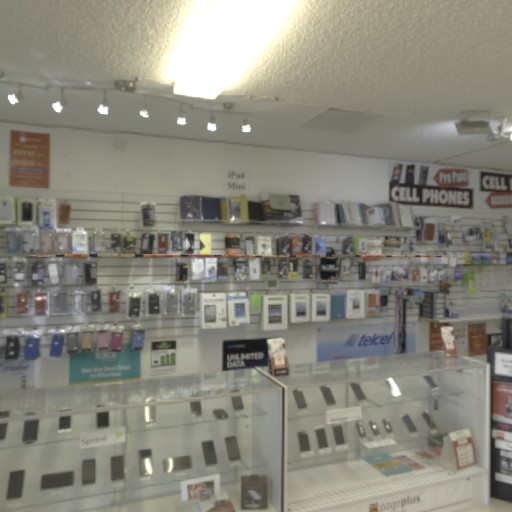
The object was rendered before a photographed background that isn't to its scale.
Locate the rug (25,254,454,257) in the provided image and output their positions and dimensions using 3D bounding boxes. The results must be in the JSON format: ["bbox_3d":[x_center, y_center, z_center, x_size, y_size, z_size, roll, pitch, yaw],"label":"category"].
[{"bbox_3d":[0.000,0.000,2.723,2.455,0.017,0.695,0,0,-18],"label":"rug"}]
